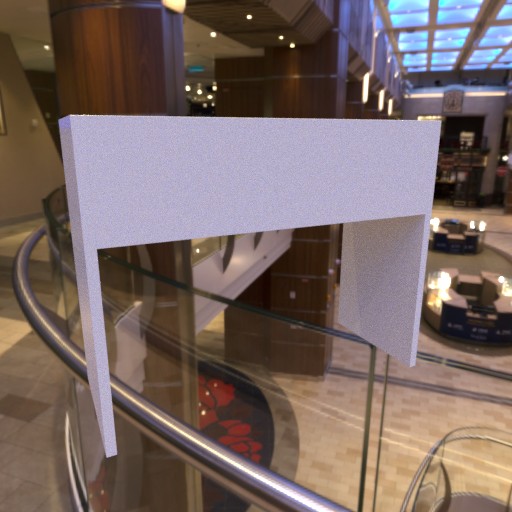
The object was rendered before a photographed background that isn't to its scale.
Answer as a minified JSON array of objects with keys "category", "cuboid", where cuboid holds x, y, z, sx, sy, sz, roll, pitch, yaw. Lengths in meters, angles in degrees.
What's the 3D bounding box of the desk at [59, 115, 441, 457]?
[{"category":"desk","cuboid":[0.000,0.000,1.350,1.000,0.790,0.400,-7,17,-25]}]
